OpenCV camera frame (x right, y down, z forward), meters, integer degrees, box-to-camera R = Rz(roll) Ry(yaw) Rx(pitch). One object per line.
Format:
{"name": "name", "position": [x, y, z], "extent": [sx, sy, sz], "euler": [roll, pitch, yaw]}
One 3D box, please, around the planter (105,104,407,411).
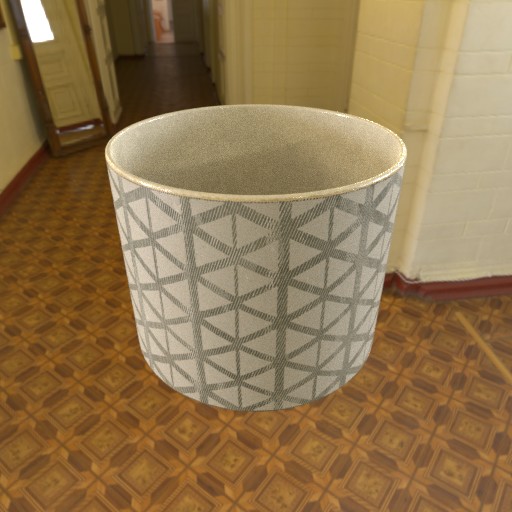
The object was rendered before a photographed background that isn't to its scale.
{"name": "planter", "position": [0.000, 0.000, 0.444], "extent": [0.250, 0.239, 0.250], "euler": [0, 32, 0]}
